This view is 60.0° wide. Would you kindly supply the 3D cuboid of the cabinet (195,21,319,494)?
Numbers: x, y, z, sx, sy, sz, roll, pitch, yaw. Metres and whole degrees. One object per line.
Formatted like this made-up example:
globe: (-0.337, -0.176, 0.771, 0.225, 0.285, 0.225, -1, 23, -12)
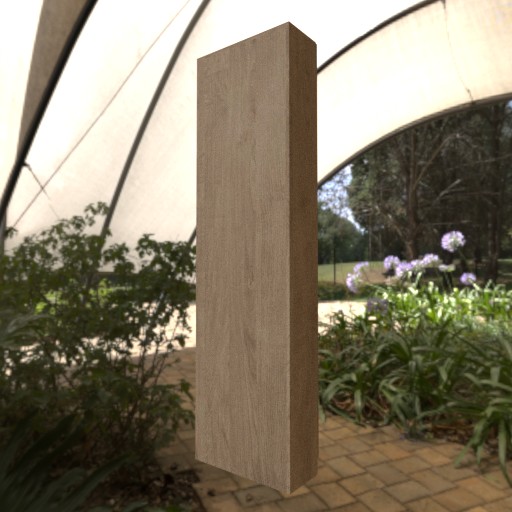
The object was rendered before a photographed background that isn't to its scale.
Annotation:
cabinet: (0.000, 0.000, 1.920, 0.500, 1.790, 0.230, -1, -2, 38)
